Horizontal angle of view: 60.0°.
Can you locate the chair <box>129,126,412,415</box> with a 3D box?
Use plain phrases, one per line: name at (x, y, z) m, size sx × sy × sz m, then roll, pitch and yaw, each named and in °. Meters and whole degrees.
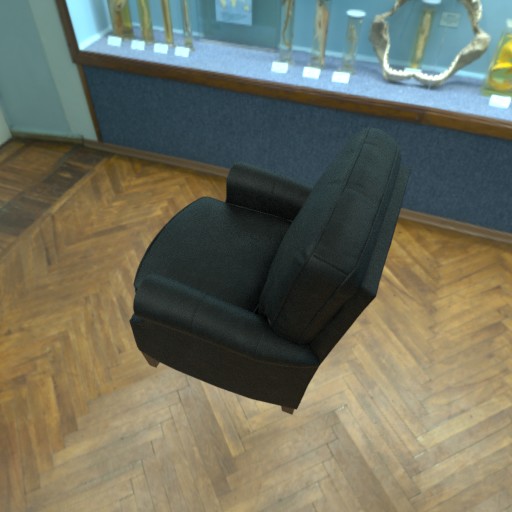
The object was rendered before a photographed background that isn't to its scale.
chair at (0.000, 0.000, 1.809) m, size 0.986 × 1.018 × 0.936 m, roll 16°, pitch 48°, yaw 15°
